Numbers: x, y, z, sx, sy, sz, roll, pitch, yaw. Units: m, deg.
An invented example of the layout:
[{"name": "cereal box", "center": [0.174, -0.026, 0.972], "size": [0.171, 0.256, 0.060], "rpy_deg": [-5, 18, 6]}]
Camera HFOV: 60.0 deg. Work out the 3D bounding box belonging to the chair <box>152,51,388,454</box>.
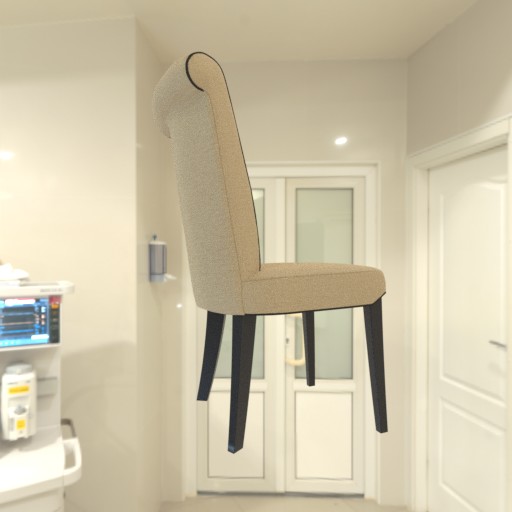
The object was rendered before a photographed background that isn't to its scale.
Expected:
[{"name": "chair", "center": [0.000, 0.000, 1.375], "size": [0.623, 0.997, 0.522], "rpy_deg": [0, 0, -19]}]
